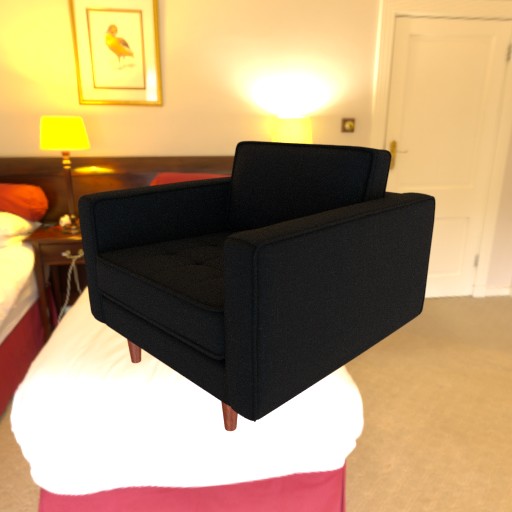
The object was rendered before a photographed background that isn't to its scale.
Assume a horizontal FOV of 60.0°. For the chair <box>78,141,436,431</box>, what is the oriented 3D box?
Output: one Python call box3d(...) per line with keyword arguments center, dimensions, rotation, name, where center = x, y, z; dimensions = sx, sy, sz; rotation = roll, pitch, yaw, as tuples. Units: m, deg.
box3d(center=(0.000, 0.000, 1.589), dimensions=(0.920, 0.770, 0.899), rotation=(-17, 24, -42), name="chair")
